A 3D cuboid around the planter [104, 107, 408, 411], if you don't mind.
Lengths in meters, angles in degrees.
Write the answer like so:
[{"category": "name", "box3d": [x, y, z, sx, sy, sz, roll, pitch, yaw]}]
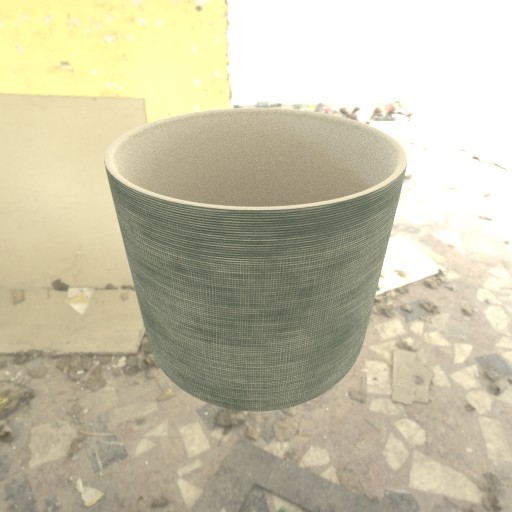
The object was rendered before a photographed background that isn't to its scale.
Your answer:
[{"category": "planter", "box3d": [0.000, 0.000, 0.774, 0.440, 0.398, 0.440, 0, 32, 0]}]
